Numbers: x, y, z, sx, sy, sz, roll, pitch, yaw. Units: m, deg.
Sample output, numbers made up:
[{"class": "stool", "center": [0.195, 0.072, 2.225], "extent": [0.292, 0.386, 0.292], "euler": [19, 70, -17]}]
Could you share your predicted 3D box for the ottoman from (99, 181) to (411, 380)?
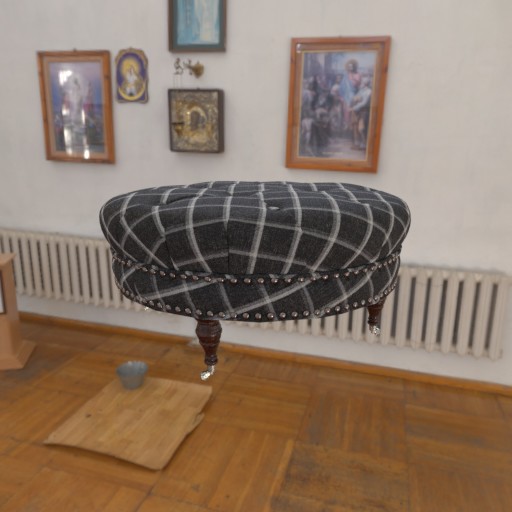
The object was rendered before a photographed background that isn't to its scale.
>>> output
[{"class": "ottoman", "center": [0.000, 0.000, 1.381], "extent": [0.901, 0.439, 0.901], "euler": [0, 14, 0]}]
